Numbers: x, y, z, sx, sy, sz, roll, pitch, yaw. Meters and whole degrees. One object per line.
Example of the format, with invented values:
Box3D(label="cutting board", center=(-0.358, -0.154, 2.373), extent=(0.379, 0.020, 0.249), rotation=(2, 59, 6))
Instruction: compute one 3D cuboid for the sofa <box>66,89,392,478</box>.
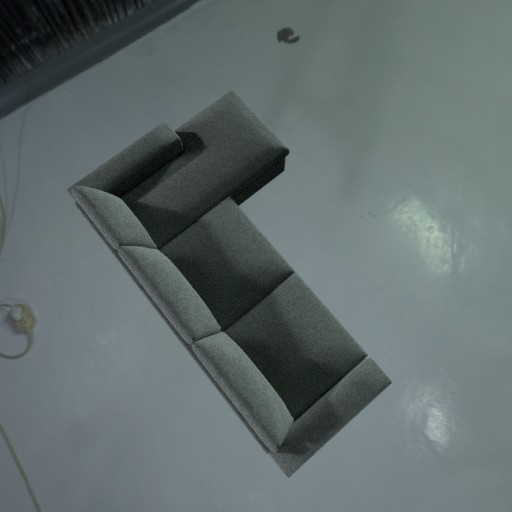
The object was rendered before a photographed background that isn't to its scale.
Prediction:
Box3D(label="sofa", center=(0.000, 0.000, 3.507), extent=(1.689, 0.940, 2.718), rotation=(-39, 78, -10))
